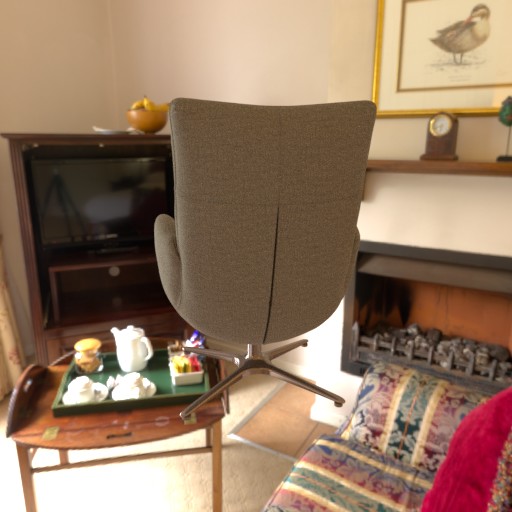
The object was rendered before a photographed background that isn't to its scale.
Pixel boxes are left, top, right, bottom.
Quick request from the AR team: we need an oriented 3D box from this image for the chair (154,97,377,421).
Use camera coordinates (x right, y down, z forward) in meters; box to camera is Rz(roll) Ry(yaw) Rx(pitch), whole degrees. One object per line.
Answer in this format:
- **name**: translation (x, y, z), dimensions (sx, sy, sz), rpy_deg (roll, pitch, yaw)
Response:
- **chair**: translation (0.000, 0.000, 1.566), dimensions (0.702, 0.984, 0.831), rpy_deg (-2, 14, -8)
